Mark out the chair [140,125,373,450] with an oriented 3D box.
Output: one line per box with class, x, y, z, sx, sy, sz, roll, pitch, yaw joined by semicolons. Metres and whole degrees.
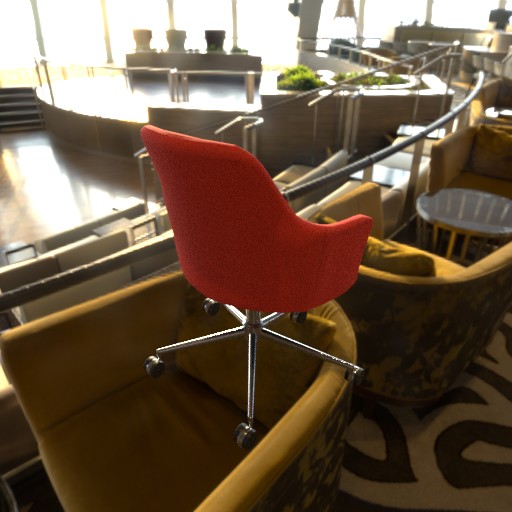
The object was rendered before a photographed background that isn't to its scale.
chair;0.000;0.000;1.310;0.655;0.820;0.600;22;36;33
